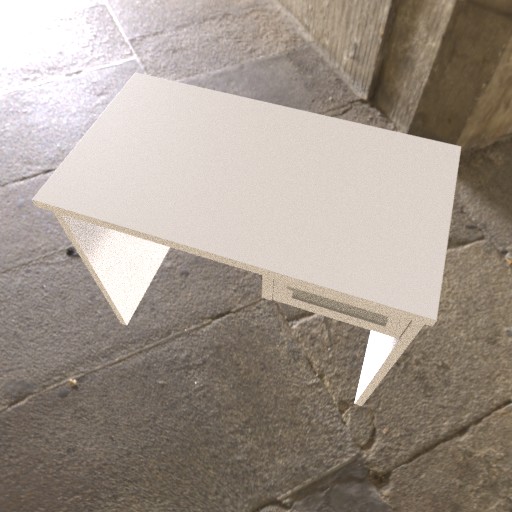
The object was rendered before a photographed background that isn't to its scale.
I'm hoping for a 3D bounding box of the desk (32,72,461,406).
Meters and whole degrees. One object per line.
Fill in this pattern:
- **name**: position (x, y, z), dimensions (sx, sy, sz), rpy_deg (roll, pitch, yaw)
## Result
- **desk**: position (0.000, 0.000, 1.353), dimensions (0.900, 0.729, 0.498), rpy_deg (16, 59, 10)
